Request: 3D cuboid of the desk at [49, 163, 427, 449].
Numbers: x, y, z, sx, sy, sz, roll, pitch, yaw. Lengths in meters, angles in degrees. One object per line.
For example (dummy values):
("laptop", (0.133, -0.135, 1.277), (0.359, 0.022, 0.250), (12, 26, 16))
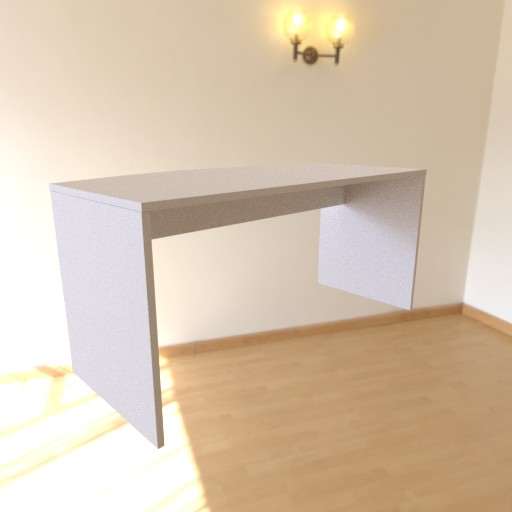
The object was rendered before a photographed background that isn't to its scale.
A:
("desk", (0.000, 0.000, 2.053), (1.600, 0.750, 0.802), (-14, 21, -42))
